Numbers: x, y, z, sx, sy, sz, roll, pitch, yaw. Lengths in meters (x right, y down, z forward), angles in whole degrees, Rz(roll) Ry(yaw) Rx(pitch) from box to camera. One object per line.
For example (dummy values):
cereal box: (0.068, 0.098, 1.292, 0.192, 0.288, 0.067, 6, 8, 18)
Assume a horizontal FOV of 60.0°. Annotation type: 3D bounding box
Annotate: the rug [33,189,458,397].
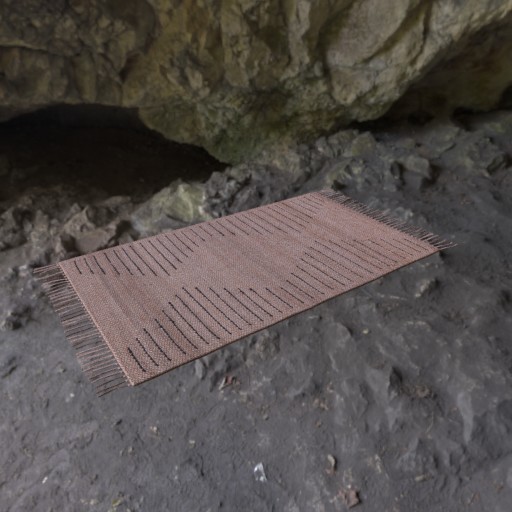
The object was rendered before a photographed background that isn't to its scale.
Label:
rug: (0.000, 0.000, 2.001, 1.718, 0.017, 0.905, -19, 34, -30)
